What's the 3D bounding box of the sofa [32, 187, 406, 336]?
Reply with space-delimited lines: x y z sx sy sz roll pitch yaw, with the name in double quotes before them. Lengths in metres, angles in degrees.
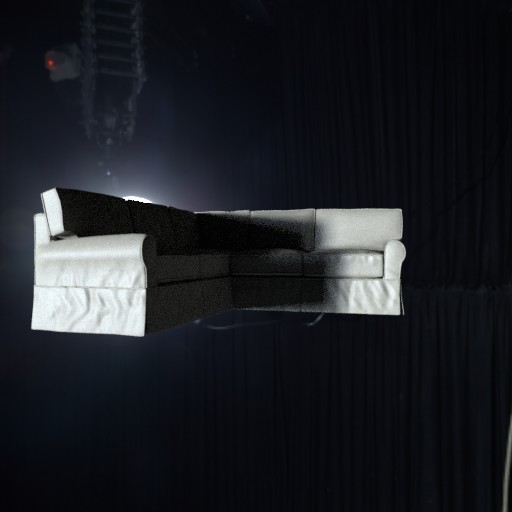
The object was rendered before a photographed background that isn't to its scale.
"sofa" 0.000 0.000 4.040 2.623 1.081 2.618 0 0 17
